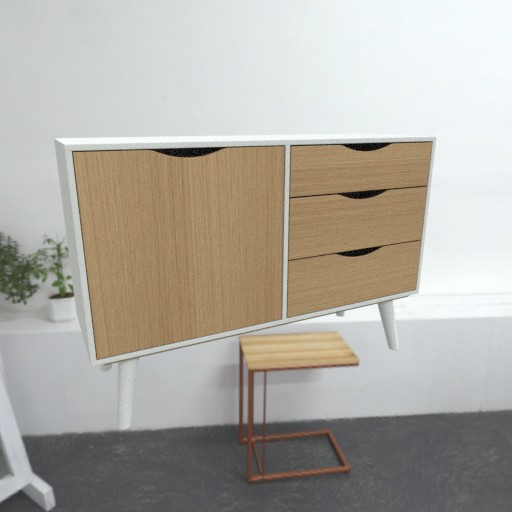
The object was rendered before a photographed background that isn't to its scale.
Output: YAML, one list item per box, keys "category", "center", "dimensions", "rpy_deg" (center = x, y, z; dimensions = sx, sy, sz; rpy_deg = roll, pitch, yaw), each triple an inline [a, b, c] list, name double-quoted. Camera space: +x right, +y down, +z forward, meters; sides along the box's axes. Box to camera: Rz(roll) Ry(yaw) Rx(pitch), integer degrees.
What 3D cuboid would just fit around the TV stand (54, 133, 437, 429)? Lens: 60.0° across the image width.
- category: "TV stand"
  center: [0.000, 0.000, 1.569]
  dimensions: [1.193, 0.812, 0.406]
  rpy_deg: [-8, 19, -25]
